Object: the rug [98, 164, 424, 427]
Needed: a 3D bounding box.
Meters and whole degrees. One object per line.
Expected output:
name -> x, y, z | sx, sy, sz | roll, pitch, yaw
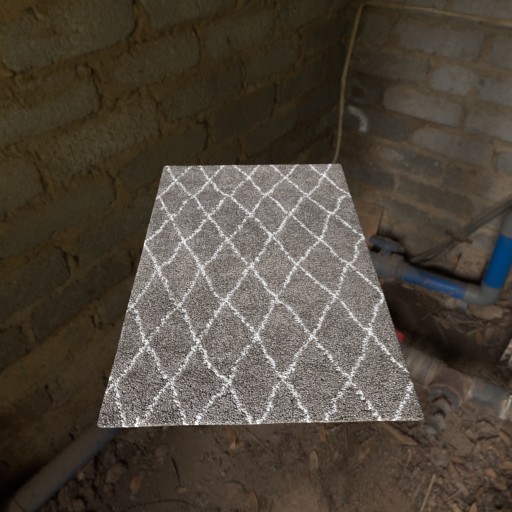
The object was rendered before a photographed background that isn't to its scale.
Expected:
rug -> 0.000, 0.000, 3.428 | 1.778, 0.030, 2.743 | -1, 41, -1
